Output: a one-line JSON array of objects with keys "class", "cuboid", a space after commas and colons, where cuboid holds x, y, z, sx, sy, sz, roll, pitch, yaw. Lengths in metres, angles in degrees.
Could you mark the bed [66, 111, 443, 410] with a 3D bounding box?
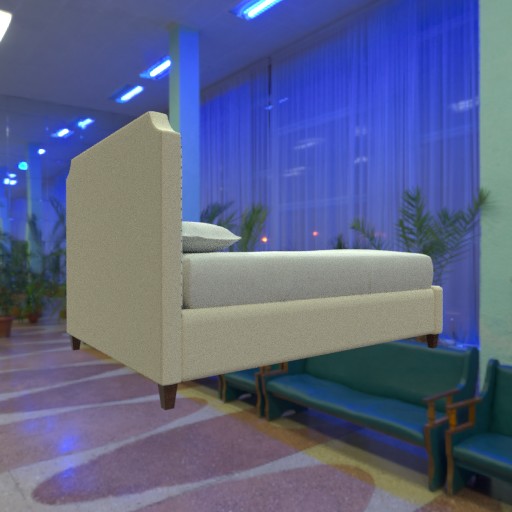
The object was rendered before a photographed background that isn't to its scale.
[{"class": "bed", "cuboid": [0.000, 0.000, 3.379, 2.329, 1.415, 1.703, 0, 1, -37]}]
